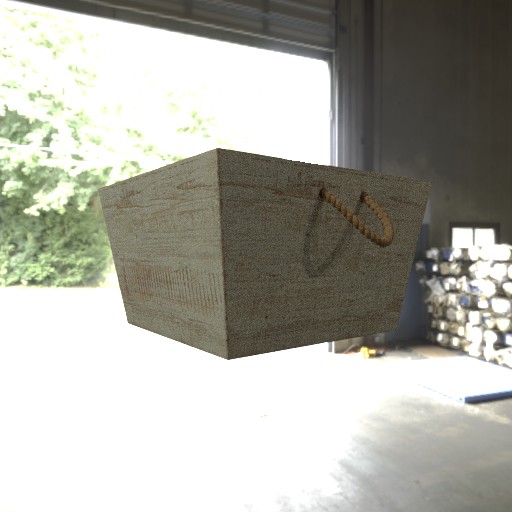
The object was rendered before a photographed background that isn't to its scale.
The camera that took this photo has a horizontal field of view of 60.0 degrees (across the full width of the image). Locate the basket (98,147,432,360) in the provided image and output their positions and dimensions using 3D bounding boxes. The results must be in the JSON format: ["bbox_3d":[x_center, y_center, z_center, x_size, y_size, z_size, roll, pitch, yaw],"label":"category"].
[{"bbox_3d":[0.000,0.000,0.770,0.413,0.247,0.545,-1,1,-37],"label":"basket"}]
